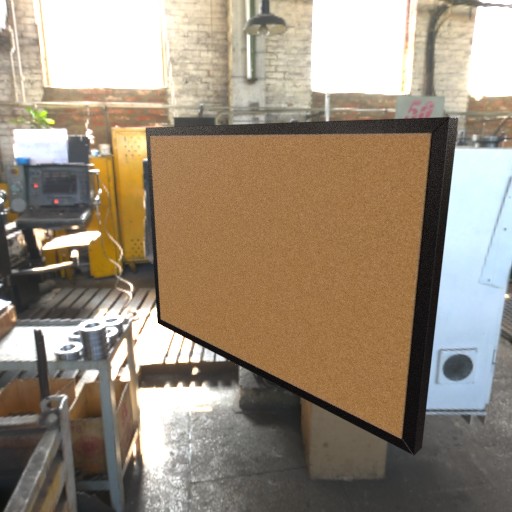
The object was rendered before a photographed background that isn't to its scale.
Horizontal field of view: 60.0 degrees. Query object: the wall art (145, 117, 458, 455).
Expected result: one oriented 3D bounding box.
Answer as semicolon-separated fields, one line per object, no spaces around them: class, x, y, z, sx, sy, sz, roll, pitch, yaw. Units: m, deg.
wall art;0.000;0.000;0.802;0.027;0.458;0.657;-14;20;-43
